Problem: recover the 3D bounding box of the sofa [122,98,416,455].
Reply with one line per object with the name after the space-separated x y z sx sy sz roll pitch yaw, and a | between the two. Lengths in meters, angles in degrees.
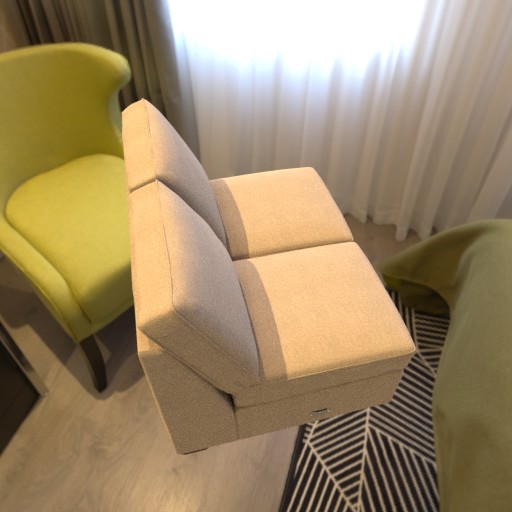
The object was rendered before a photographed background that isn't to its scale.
0.000 0.000 1.965 0.978 1.006 1.232 -10 47 -9 | sofa
